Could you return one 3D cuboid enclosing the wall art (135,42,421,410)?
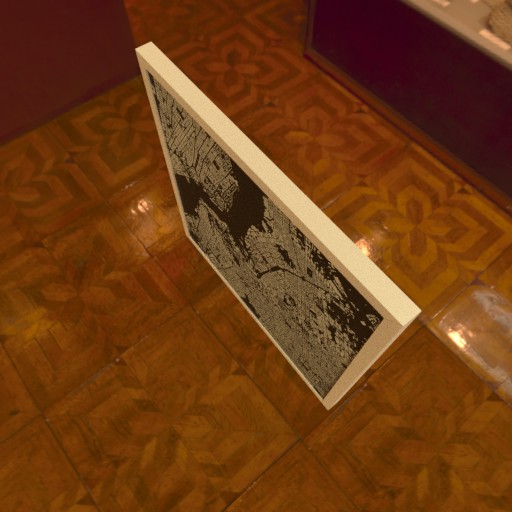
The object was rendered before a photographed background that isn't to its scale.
[{"bbox_3d":[0.000,0.000,1.125,0.050,0.762,0.761,-34,67,-17],"label":"wall art"}]
